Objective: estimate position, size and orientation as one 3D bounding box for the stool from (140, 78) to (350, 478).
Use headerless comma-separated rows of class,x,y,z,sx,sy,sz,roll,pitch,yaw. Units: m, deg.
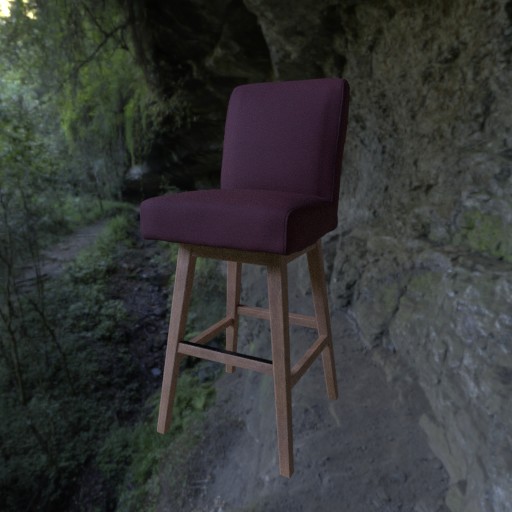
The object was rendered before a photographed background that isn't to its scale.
stool,0.000,0.000,1.392,0.468,1.093,0.562,7,15,26
